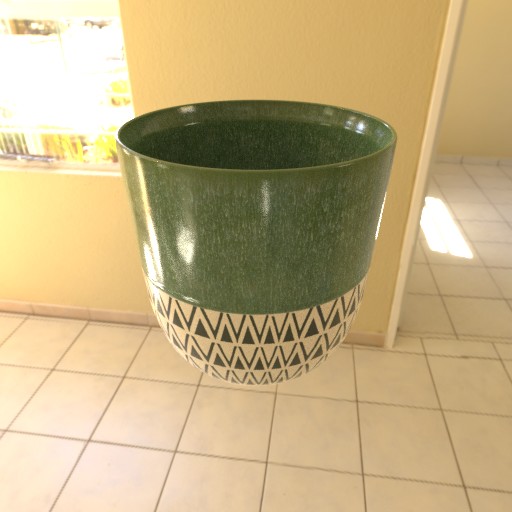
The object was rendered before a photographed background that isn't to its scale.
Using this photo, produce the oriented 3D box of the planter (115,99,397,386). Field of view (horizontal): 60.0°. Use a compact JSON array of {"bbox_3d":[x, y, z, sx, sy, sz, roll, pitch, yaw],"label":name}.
[{"bbox_3d":[0.000,0.000,0.369,0.195,0.214,0.195,0,30,0],"label":"planter"}]
